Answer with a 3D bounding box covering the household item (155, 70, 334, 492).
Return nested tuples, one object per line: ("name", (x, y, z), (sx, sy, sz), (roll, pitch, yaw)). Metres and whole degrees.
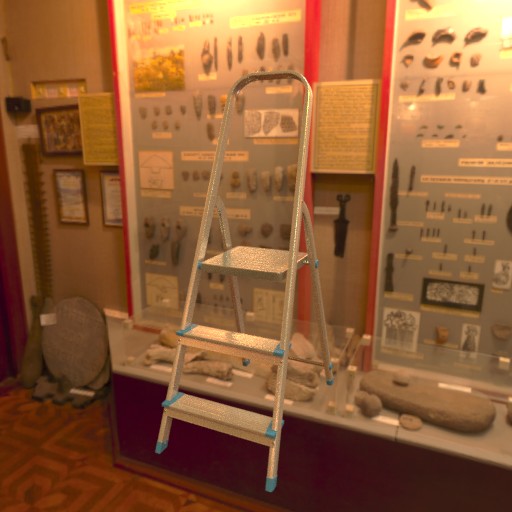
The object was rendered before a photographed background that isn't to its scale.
("household item", (0.000, 0.000, 1.523), (0.420, 1.215, 0.687), (6, 16, 24))
